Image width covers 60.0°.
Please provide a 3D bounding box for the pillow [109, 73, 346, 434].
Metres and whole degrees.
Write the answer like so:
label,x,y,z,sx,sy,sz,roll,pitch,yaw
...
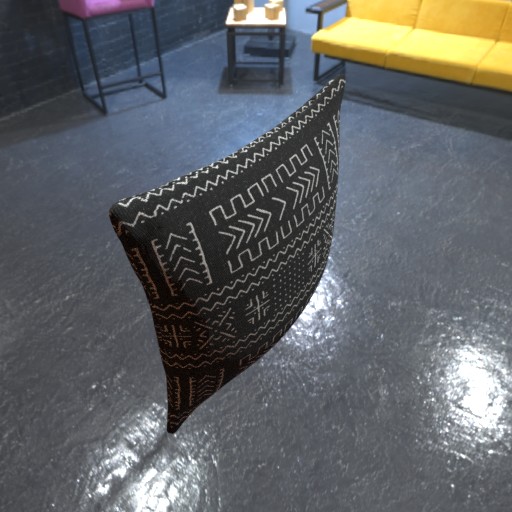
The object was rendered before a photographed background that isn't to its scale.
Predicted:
label,x,y,z,sx,sy,sz,roll,pitch,yaw
pillow,0.000,0.000,0.666,0.164,0.430,0.438,27,49,26
